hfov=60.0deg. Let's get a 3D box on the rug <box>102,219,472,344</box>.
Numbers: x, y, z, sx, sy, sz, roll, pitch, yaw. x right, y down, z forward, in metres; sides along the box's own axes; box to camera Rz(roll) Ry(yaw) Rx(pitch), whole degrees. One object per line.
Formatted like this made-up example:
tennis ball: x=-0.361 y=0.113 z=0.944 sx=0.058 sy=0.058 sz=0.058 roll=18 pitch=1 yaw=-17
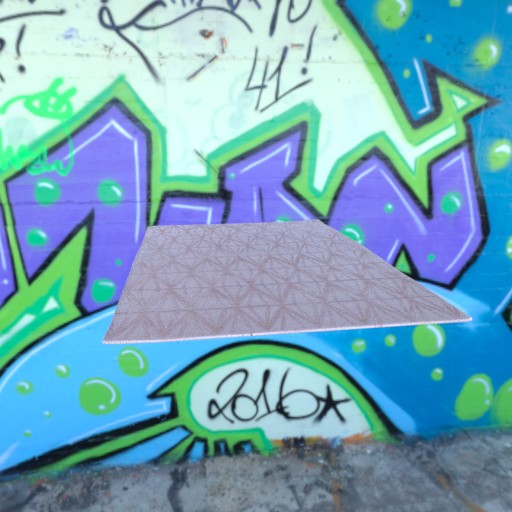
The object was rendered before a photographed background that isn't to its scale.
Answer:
rug: x=0.000 y=0.000 z=2.288 sx=1.230 sy=0.025 sz=1.837 roll=-2 pitch=15 yaw=-9
